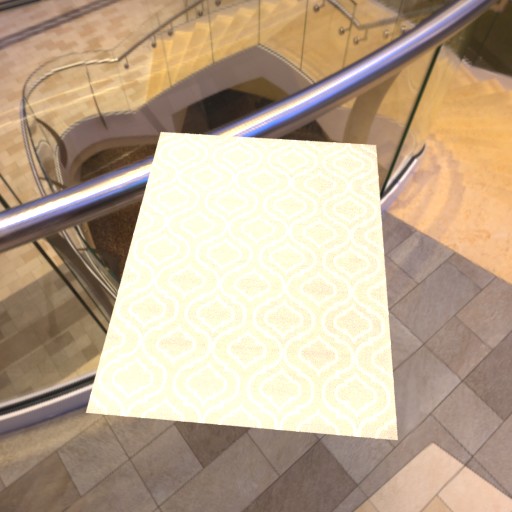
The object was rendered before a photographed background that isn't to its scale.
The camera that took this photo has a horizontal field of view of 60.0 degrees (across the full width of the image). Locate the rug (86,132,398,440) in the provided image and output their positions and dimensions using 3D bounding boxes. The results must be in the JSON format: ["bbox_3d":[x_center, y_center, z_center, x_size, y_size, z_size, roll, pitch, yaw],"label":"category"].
[{"bbox_3d":[0.000,0.000,3.963,2.283,0.006,2.892,4,60,2],"label":"rug"}]
